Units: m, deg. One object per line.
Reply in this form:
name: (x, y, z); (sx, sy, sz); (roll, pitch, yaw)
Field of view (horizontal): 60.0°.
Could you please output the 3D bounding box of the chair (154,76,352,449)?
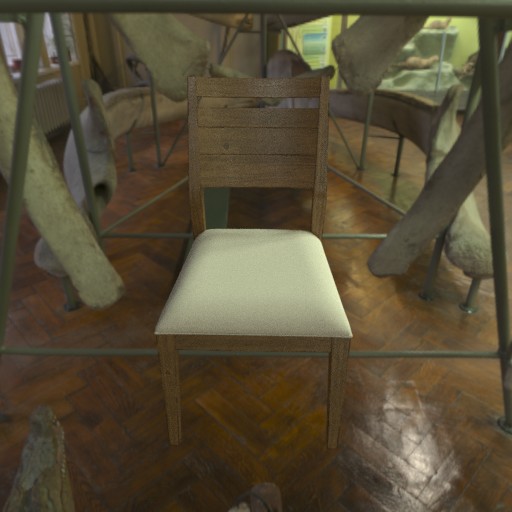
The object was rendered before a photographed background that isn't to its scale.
chair: (0.000, 0.000, 1.327); (0.497, 0.939, 0.610); (1, 30, 1)
